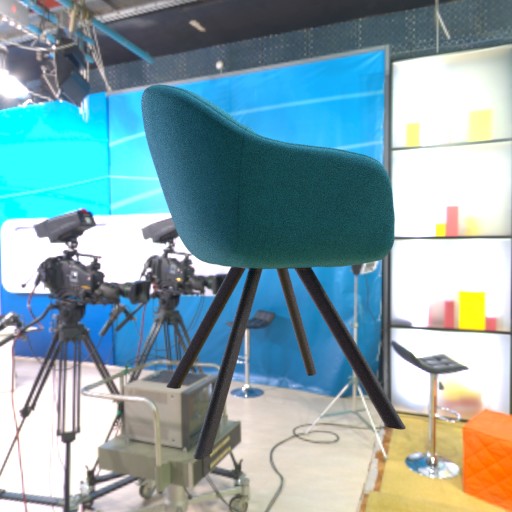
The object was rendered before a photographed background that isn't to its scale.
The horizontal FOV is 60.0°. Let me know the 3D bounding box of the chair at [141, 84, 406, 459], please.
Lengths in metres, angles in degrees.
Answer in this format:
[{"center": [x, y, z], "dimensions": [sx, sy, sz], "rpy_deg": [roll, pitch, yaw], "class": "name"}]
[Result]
[{"center": [0.000, 0.000, 1.134], "dimensions": [0.565, 0.775, 0.545], "rpy_deg": [0, 1, -18], "class": "chair"}]
